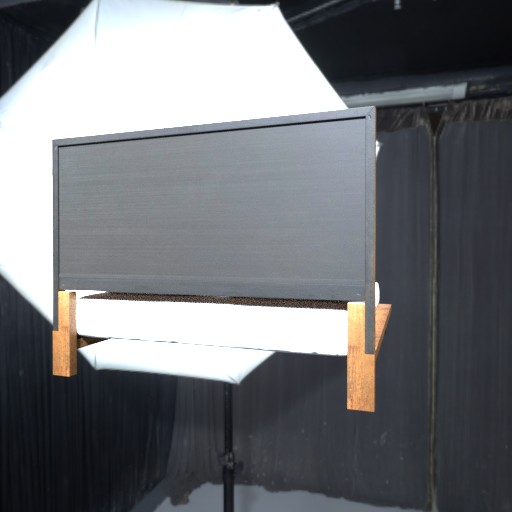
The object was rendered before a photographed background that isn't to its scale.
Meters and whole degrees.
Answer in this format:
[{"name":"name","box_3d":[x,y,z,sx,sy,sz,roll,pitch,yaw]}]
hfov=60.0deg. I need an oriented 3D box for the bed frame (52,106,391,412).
[{"name":"bed frame","box_3d":[0.000,0.000,3.614,2.038,1.537,2.235,0,1,19]}]
